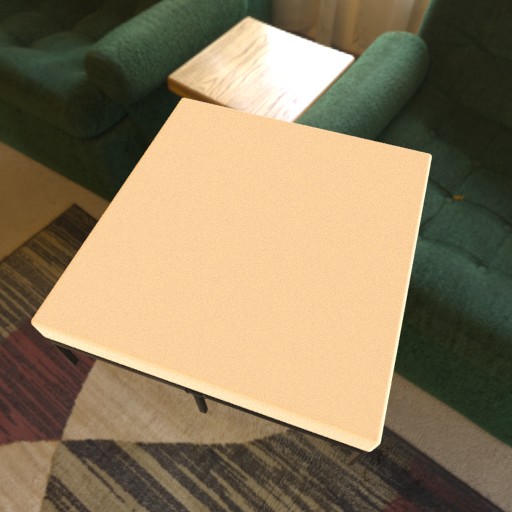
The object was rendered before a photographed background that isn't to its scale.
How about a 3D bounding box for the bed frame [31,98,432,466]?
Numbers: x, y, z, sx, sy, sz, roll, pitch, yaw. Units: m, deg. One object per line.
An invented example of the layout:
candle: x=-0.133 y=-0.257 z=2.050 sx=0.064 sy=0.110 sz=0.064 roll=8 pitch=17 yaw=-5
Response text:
bed frame: x=0.000 y=0.000 z=3.075 sx=1.963 sy=0.659 sz=2.079 roll=16 pitch=58 yaw=10
